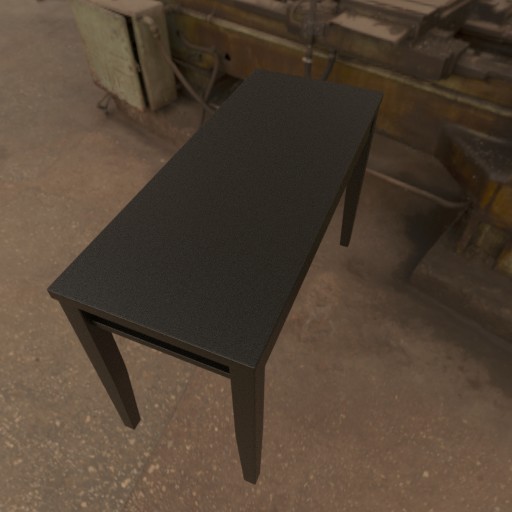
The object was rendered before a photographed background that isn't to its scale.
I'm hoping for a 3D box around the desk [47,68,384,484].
[{"bbox_3d":[0.000,0.000,1.591,0.508,0.775,1.220,17,49,15],"label":"desk"}]
